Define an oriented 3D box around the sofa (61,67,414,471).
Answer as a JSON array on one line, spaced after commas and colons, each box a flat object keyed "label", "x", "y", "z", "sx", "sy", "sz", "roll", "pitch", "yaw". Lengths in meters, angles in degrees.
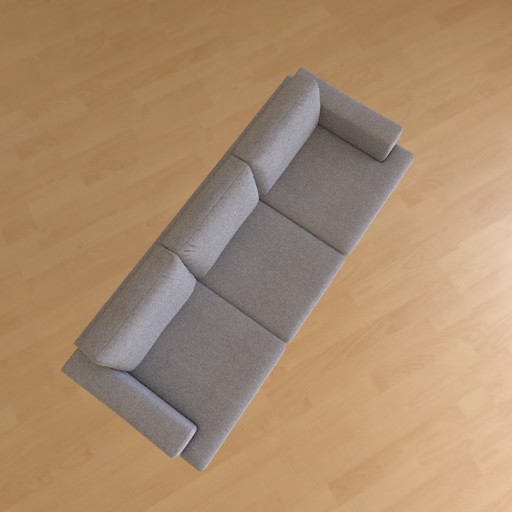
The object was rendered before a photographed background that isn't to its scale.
[{"label": "sofa", "x": 0.000, "y": 0.000, "z": 2.672, "sx": 0.920, "sy": 0.810, "sz": 2.310, "roll": 34, "pitch": 78, "yaw": 9}]
